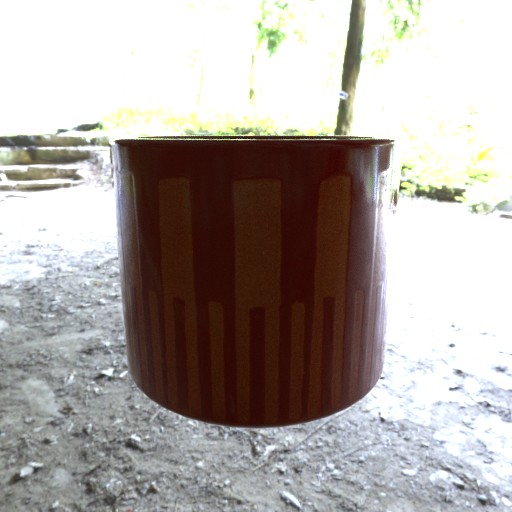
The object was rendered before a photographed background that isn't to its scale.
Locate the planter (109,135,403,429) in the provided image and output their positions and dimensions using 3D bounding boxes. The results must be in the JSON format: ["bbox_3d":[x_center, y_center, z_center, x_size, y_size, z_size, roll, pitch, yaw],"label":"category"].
[{"bbox_3d":[0.000,0.000,0.389,0.230,0.202,0.230,0,16,0],"label":"planter"}]
